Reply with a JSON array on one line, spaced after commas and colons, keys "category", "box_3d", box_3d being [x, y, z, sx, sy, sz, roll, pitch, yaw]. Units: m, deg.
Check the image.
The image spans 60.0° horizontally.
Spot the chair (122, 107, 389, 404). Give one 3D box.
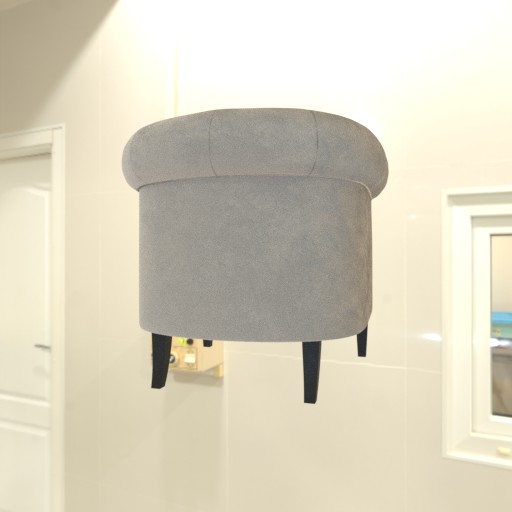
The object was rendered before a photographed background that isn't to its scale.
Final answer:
[{"category": "chair", "box_3d": [0.000, 0.000, 1.578, 0.904, 0.826, 0.851, 0, 0, 17]}]
